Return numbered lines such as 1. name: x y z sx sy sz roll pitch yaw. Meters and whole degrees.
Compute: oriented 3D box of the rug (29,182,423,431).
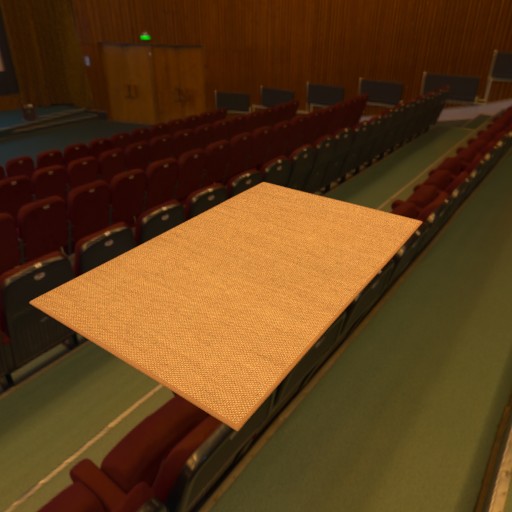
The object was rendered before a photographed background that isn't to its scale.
1. rug: 0.000 0.000 2.101 1.061 0.012 1.668 20 35 30
